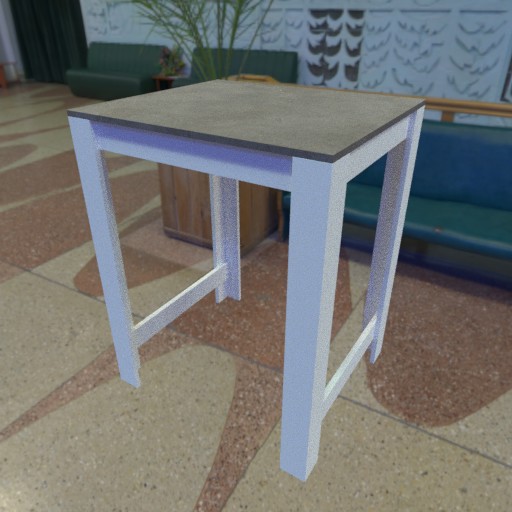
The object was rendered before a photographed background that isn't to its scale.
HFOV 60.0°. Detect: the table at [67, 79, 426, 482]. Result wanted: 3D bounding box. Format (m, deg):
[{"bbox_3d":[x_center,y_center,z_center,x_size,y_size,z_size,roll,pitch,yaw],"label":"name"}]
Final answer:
[{"bbox_3d":[0.000,0.000,1.548,0.800,1.020,0.700,17,34,28],"label":"table"}]
